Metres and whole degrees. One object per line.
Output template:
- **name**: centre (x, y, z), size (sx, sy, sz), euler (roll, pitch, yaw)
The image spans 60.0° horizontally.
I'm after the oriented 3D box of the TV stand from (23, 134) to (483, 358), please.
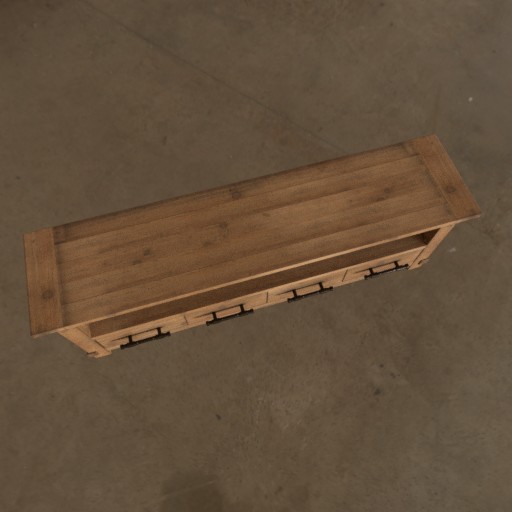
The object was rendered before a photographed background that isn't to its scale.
- **TV stand**: centre (0.000, 0.000, 2.036), size (1.804, 0.573, 0.453), euler (-15, 65, -7)
